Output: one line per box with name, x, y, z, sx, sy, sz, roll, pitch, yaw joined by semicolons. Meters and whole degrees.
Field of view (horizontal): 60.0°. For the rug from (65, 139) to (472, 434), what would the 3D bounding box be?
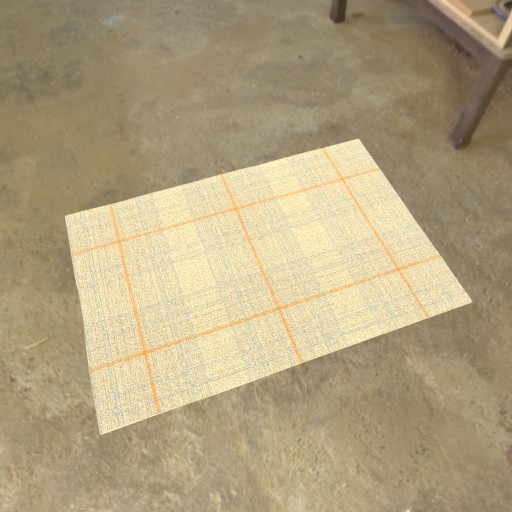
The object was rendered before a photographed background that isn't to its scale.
rug;0.000;0.000;2.327;1.825;0.015;1.232;-17;59;-11
